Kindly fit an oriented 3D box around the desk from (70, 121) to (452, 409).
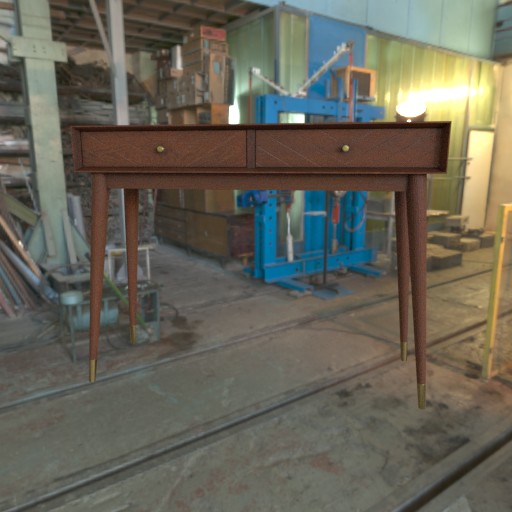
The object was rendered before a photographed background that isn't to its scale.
[{"bbox_3d":[0.000,0.000,1.642,1.204,0.917,0.384,2,12,9],"label":"desk"}]
